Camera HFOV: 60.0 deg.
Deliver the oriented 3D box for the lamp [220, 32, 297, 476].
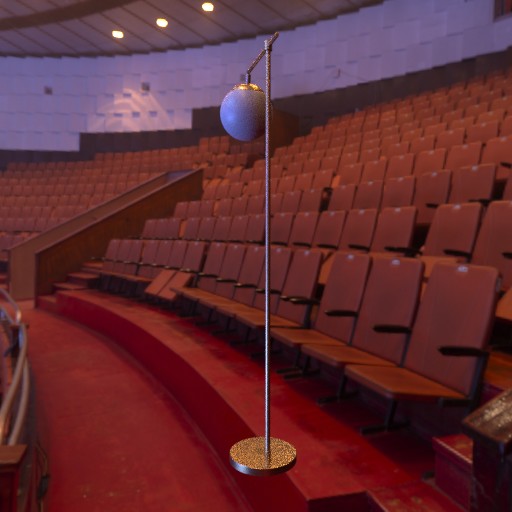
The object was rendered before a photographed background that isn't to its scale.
[{"bbox_3d":[0.000,0.000,1.710,0.249,1.505,0.476,-1,2,-17],"label":"lamp"}]
